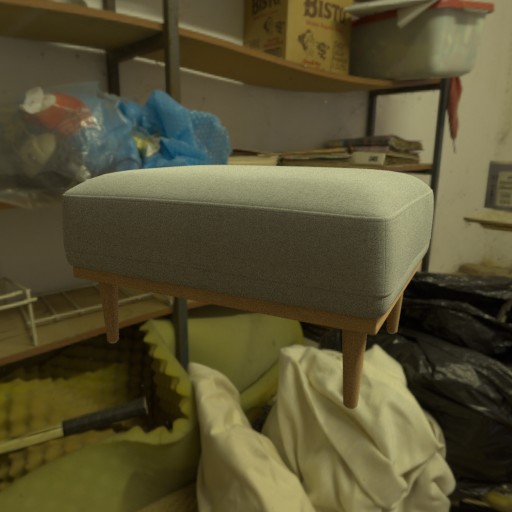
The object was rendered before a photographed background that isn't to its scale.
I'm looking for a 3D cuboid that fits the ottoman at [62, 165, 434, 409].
[{"bbox_3d":[0.000,0.000,1.091,0.749,0.428,0.549,7,16,27],"label":"ottoman"}]
